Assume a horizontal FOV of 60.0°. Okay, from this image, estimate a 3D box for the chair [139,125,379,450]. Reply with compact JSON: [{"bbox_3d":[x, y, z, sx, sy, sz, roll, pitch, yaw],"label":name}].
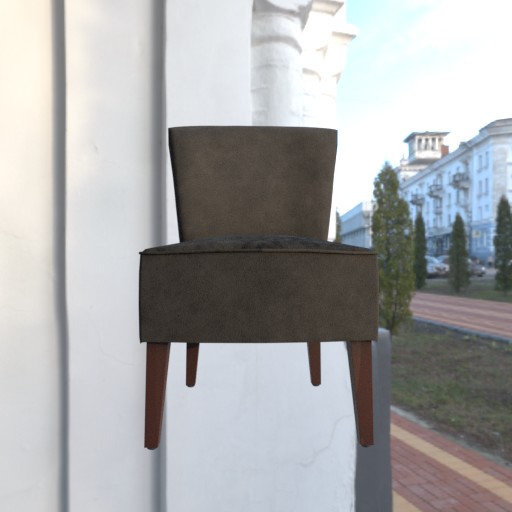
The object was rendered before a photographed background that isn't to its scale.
[{"bbox_3d":[0.000,0.000,1.149,0.521,0.806,0.554,0,0,-2],"label":"chair"}]
